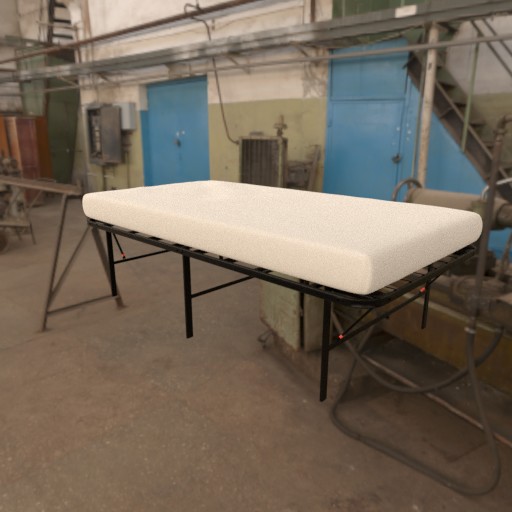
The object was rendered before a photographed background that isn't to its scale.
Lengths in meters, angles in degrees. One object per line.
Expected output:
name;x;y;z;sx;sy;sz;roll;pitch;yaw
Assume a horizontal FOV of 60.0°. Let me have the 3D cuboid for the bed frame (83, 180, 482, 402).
bed frame;0.000;0.000;2.335;1.903;0.619;0.989;15;22;42
